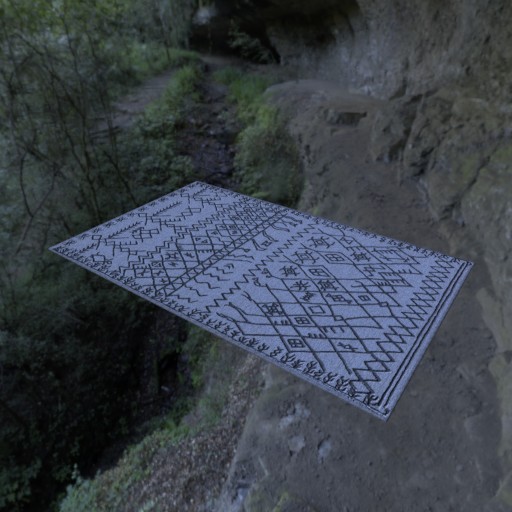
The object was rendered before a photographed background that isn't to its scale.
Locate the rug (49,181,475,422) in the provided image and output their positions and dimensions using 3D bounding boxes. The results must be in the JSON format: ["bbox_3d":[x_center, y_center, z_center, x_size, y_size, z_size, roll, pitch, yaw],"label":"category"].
[{"bbox_3d":[0.000,0.000,2.990,2.444,0.012,1.526,21,37,30],"label":"rug"}]
